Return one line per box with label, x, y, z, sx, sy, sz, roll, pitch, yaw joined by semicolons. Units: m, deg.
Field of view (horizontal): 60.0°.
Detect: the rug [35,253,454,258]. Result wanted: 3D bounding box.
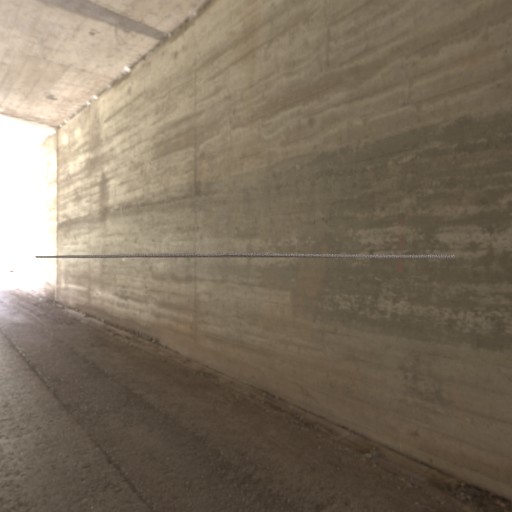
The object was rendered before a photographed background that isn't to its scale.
rug;0.000;0.000;2.296;1.773;0.021;1.149;0;0;18
